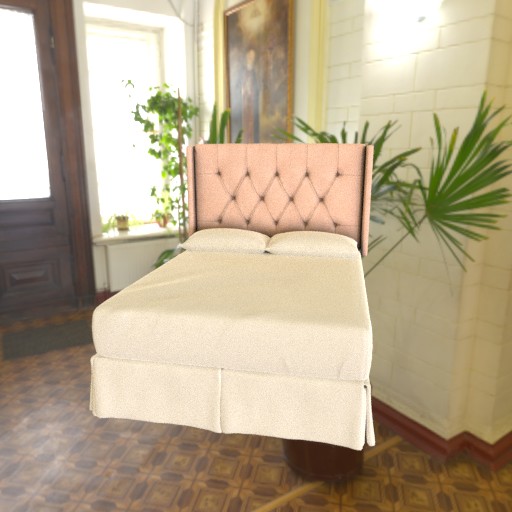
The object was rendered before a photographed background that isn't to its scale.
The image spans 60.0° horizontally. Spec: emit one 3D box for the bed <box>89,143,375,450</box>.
[{"bbox_3d":[0.000,0.000,3.319,1.719,1.665,2.066,3,14,11],"label":"bed"}]
